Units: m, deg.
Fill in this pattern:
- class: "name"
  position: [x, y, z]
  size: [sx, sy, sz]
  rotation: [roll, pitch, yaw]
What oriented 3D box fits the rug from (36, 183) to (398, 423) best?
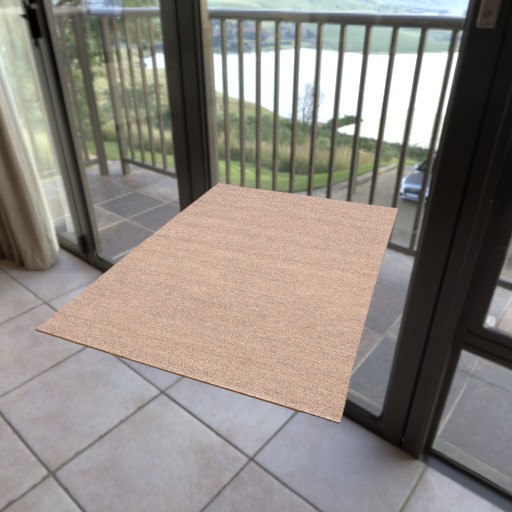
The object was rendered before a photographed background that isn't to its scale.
- class: "rug"
  position: [0.000, 0.000, 2.978]
  size: [1.624, 0.030, 2.264]
  rotation: [11, 33, 18]
